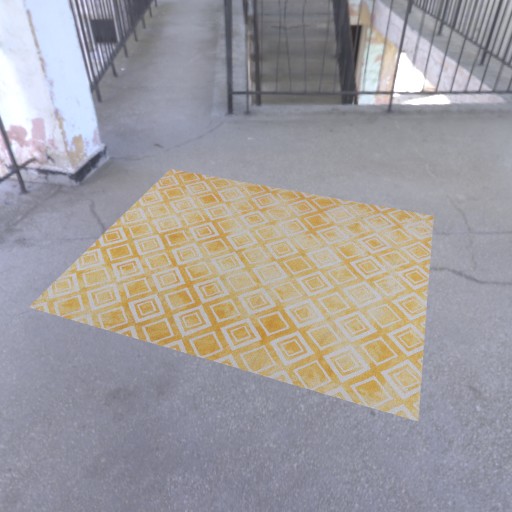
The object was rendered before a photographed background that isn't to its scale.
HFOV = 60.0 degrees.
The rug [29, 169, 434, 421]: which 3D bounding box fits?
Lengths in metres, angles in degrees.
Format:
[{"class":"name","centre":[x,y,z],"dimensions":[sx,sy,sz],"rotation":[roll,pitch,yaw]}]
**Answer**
[{"class":"rug","centre":[0.000,0.000,4.080],"dimensions":[3.037,0.011,2.433],"rotation":[13,41,15]}]
